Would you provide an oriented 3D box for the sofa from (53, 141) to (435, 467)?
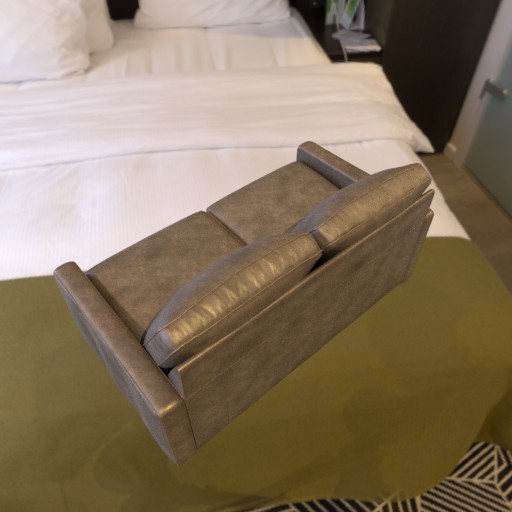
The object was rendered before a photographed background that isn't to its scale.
[{"bbox_3d":[0.000,0.000,2.275,1.732,0.916,0.939,-32,54,-27],"label":"sofa"}]
